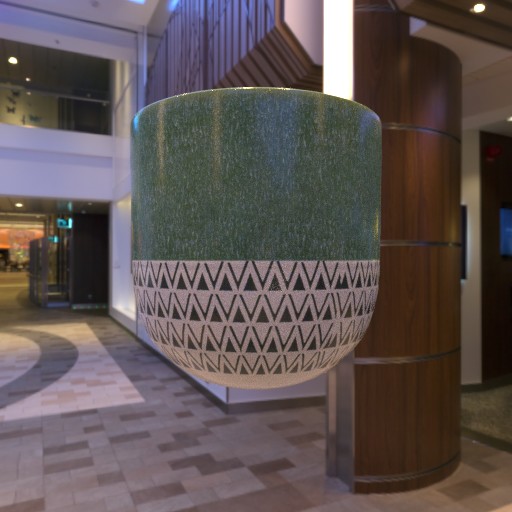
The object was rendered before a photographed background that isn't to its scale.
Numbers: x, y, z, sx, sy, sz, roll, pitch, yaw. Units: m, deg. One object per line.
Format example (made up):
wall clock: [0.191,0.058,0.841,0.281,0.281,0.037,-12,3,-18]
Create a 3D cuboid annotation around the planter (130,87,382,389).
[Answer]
planter: [0.000,0.000,0.486,0.266,0.270,0.266,0,0,0]
